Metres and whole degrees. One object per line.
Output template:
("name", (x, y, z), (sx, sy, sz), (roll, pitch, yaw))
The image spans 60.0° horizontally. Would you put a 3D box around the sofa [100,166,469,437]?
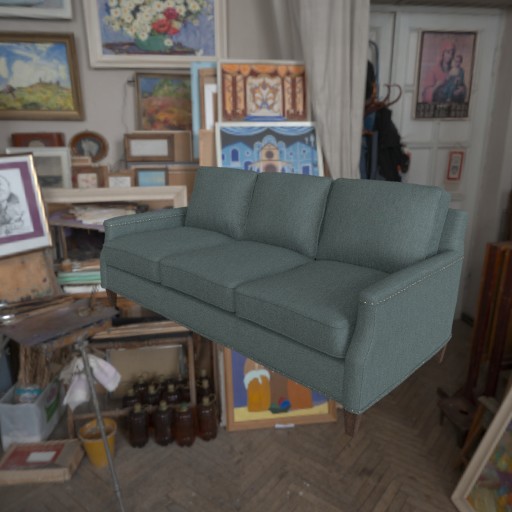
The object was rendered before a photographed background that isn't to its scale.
("sofa", (0.000, 0.000, 2.833), (2.246, 1.003, 1.084), (15, 22, 42))
